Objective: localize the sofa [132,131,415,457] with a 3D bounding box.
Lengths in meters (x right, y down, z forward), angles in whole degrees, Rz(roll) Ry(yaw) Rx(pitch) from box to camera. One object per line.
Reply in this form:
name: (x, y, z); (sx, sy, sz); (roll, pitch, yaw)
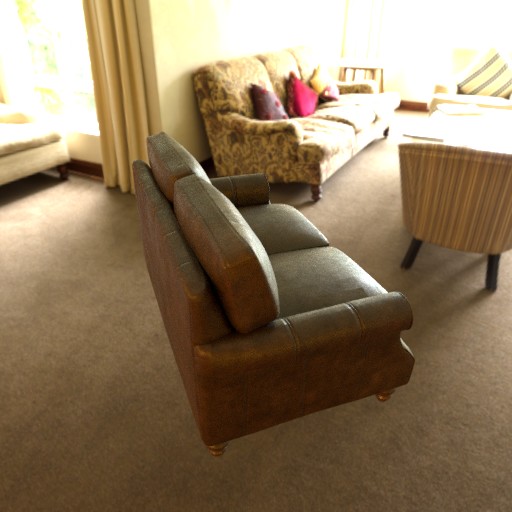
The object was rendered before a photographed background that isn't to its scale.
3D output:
sofa: (0.000, 0.000, 2.255); (0.990, 0.976, 1.616); (-11, 32, -18)
